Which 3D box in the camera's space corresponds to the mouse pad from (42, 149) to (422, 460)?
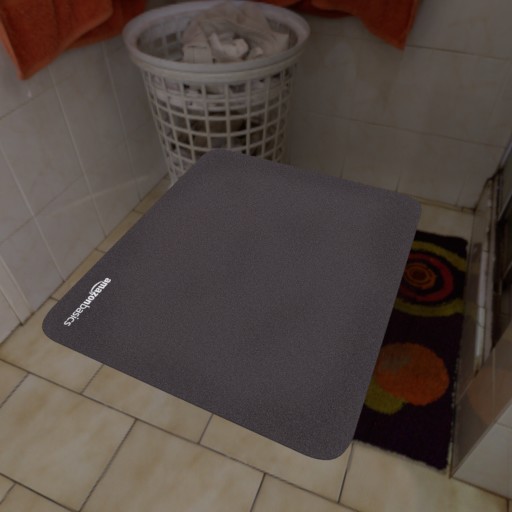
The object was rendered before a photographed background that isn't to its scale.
[{"bbox_3d":[0.000,0.000,0.430,0.269,0.002,0.315,18,48,17],"label":"mouse pad"}]
